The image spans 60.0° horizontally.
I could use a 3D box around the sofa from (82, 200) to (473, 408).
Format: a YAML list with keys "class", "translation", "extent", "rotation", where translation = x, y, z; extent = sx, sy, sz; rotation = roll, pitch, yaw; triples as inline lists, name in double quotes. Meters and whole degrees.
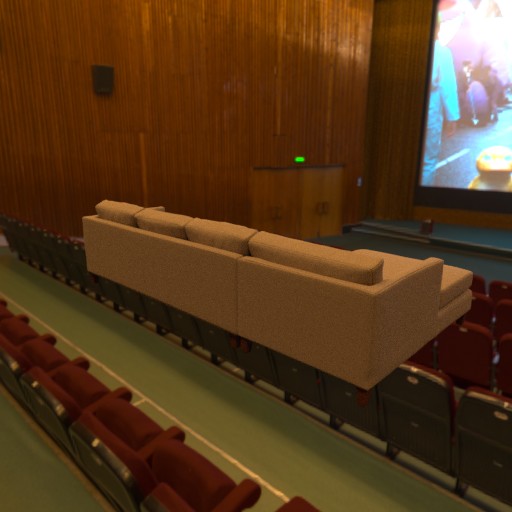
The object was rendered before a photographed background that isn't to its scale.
- class: "sofa"
  translation: [0.000, 0.000, 3.929]
  extent: [3.186, 0.846, 1.625]
  rotation: [14, 21, 41]
